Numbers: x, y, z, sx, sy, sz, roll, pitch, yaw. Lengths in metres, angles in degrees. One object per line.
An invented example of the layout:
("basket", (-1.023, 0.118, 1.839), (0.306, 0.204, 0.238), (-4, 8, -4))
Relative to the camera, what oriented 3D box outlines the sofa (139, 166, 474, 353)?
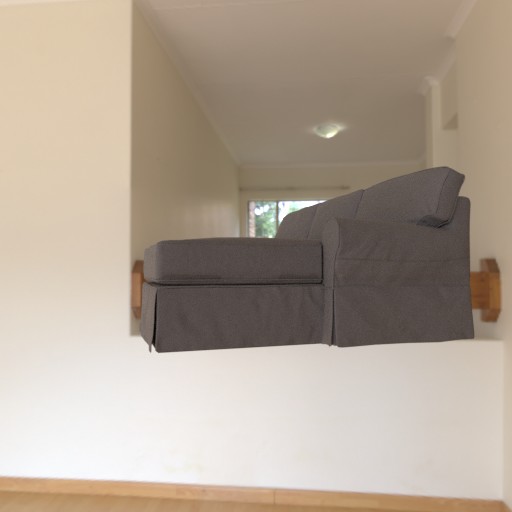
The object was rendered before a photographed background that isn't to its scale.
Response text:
("sofa", (0.000, 0.000, 3.294), (1.733, 0.978, 2.475), (1, -2, -19))
